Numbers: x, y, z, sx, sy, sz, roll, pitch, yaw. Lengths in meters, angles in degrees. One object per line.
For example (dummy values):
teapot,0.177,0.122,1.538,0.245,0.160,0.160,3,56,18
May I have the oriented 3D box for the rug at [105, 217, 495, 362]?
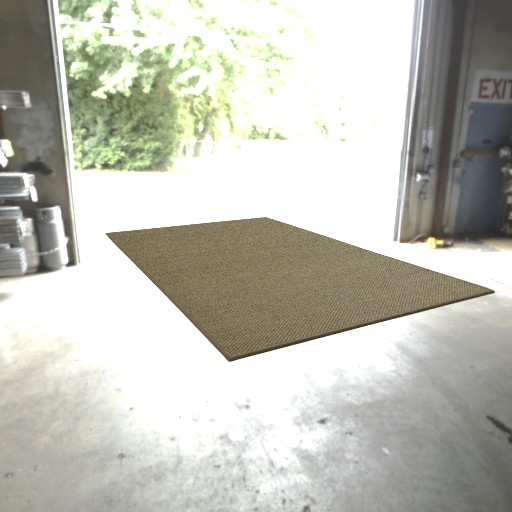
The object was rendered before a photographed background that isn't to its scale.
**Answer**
rug,0.000,0.000,2.056,1.062,0.013,1.667,-8,17,-27
